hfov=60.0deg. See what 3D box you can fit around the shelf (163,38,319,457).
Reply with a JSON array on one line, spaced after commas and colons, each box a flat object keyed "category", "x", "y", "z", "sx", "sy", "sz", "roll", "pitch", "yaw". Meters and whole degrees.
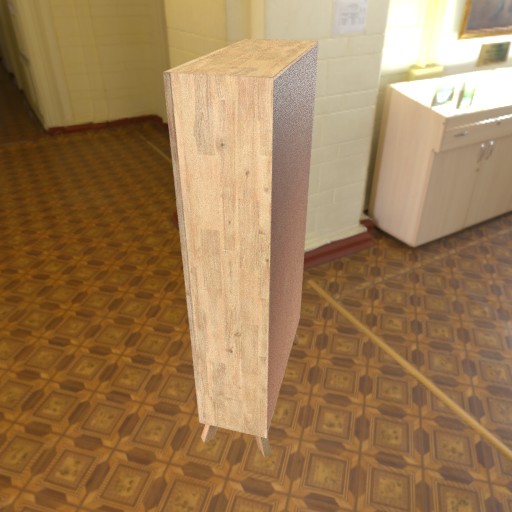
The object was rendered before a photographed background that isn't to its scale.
[{"category": "shelf", "x": 0.000, "y": 0.000, "z": 1.752, "sx": 0.308, "sy": 1.471, "sz": 0.748, "roll": 8, "pitch": 33, "yaw": 13}]
